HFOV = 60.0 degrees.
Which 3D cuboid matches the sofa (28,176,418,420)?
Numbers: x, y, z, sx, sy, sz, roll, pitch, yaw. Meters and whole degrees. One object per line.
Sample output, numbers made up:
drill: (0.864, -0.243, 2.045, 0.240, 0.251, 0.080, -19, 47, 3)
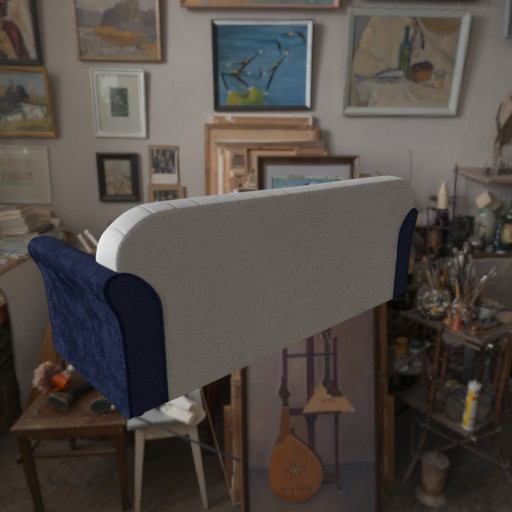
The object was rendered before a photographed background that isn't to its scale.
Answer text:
sofa: (0.000, 0.000, 2.349, 2.006, 0.789, 0.749, -14, 21, -41)
